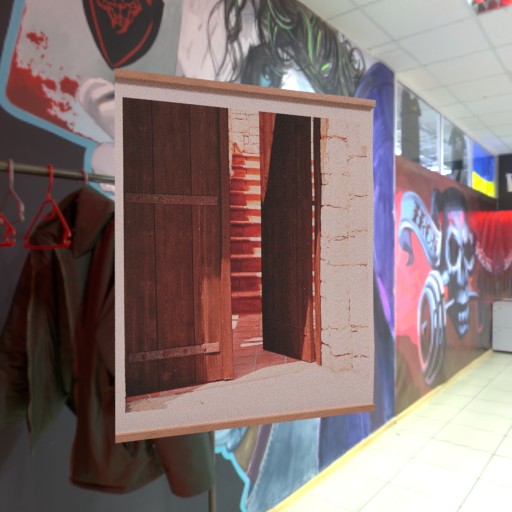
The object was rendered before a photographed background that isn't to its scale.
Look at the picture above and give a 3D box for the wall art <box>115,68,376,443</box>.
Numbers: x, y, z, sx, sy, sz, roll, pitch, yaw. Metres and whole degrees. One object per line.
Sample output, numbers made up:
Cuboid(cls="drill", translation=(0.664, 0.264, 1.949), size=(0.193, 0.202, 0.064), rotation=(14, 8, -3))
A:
Cuboid(cls="wall art", translation=(0.000, 0.000, 0.669), size=(0.406, 0.508, 0.013), rotation=(0, 0, -18))
